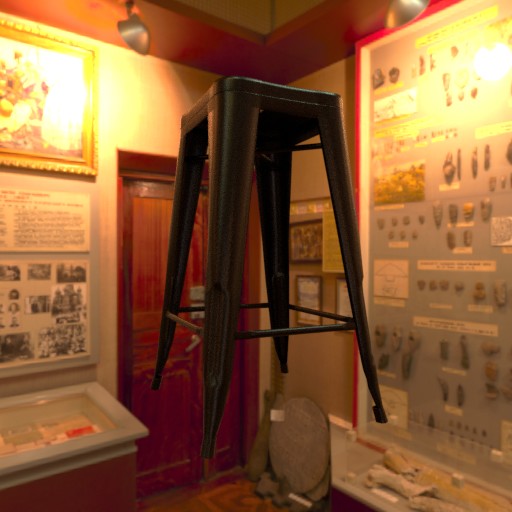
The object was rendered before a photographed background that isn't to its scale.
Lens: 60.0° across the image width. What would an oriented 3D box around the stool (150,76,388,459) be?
[{"bbox_3d":[0.000,0.000,0.911,0.423,0.609,0.455,0,0,-36],"label":"stool"}]
